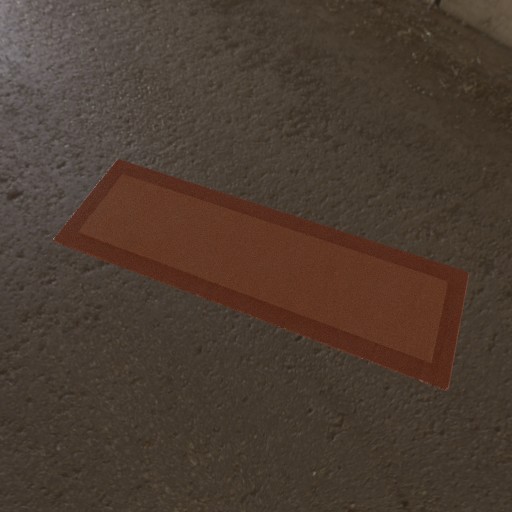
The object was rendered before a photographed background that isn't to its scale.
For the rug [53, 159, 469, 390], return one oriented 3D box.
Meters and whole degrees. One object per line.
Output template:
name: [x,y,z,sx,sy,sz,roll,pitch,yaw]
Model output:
rug: [0.000,0.000,2.689,2.471,0.013,0.914,16,59,10]
